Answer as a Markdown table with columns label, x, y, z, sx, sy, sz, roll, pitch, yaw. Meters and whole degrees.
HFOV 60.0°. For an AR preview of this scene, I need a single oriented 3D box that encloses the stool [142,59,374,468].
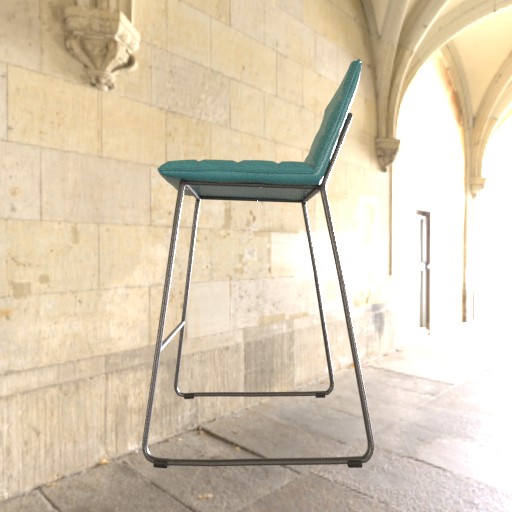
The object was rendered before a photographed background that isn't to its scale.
| label | x | y | z | sx | sy | sz | roll | pitch | yaw |
| --- | --- | --- | --- | --- | --- | --- | --- | --- | --- |
| stool | 0.000 | 0.000 | 1.218 | 0.524 | 0.936 | 0.489 | 0 | 1 | -1 |
